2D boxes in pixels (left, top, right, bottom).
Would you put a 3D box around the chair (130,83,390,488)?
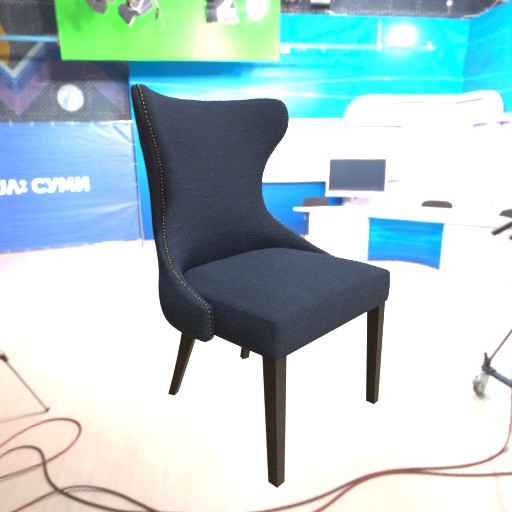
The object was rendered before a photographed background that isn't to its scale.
[{"bbox_3d":[0.000,0.000,1.342,0.635,0.967,0.628,13,20,41],"label":"chair"}]
